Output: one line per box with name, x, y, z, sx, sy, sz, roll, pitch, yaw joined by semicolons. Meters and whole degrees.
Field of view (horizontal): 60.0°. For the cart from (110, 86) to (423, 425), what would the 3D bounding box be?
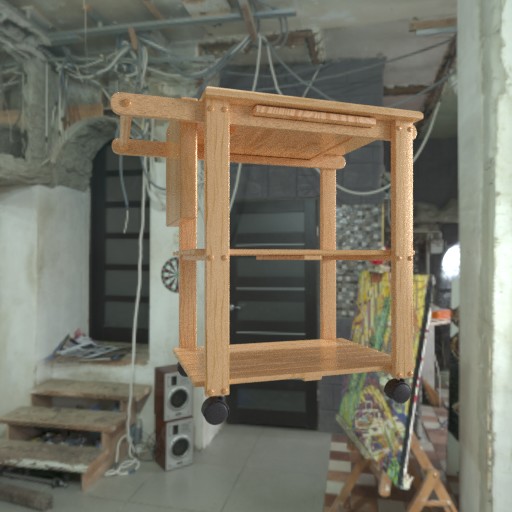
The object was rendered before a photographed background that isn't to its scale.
cart;0.000;0.000;1.354;0.843;0.816;0.520;0;0;-18
